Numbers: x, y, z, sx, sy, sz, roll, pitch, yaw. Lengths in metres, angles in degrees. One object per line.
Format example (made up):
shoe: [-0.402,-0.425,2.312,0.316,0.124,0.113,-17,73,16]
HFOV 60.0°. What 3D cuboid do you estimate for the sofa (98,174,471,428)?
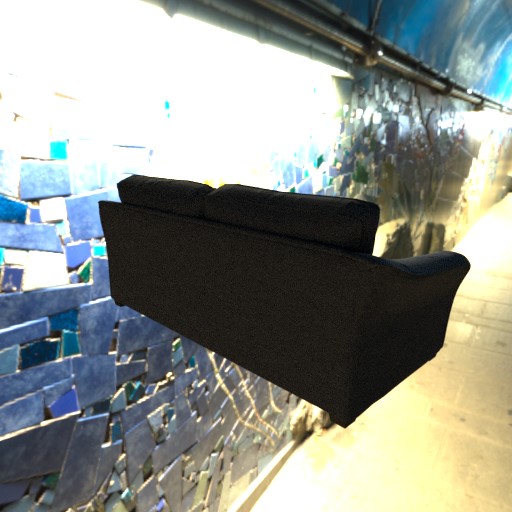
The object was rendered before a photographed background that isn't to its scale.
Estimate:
sofa: [0.000,0.000,2.743,0.971,0.950,2.270,-14,20,-42]
